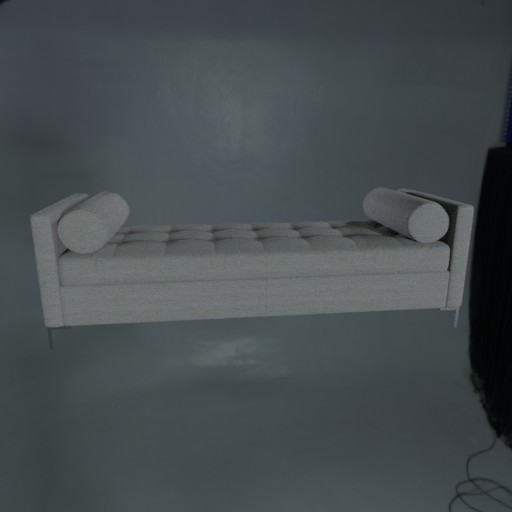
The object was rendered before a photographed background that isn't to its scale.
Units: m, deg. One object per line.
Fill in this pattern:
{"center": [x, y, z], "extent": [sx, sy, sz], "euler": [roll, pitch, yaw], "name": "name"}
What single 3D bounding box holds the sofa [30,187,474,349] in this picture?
{"center": [0.000, 0.000, 2.355], "extent": [1.981, 0.635, 0.686], "euler": [-2, 16, -7], "name": "sofa"}
